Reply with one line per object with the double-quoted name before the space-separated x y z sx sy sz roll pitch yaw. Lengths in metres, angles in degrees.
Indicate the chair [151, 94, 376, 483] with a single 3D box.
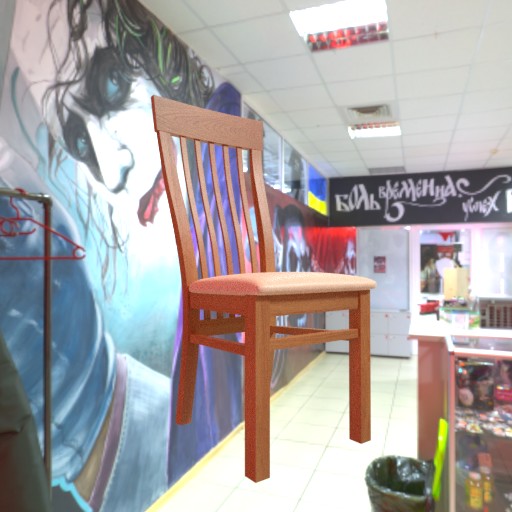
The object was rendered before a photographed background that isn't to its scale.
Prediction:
"chair" 0.000 0.000 1.360 0.450 1.050 0.580 1 -1 -37
